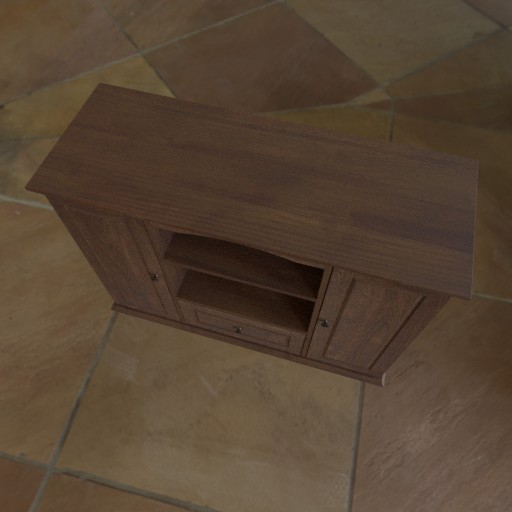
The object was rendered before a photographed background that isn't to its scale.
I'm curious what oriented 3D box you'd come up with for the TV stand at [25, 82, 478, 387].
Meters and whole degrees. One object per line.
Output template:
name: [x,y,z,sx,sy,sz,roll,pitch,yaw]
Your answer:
TV stand: [0.000,0.000,1.461,1.067,0.813,0.406,14,60,8]
